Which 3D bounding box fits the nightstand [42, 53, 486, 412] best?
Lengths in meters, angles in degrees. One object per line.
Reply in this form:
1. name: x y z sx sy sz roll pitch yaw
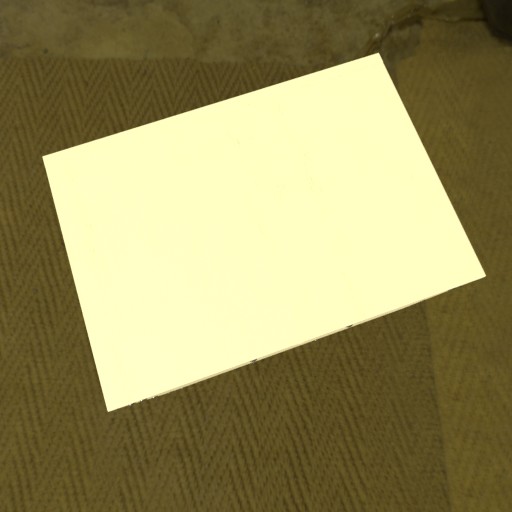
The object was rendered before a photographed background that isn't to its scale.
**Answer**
1. nightstand: 0.000 0.000 1.015 0.614 0.604 0.447 -19 77 -5
